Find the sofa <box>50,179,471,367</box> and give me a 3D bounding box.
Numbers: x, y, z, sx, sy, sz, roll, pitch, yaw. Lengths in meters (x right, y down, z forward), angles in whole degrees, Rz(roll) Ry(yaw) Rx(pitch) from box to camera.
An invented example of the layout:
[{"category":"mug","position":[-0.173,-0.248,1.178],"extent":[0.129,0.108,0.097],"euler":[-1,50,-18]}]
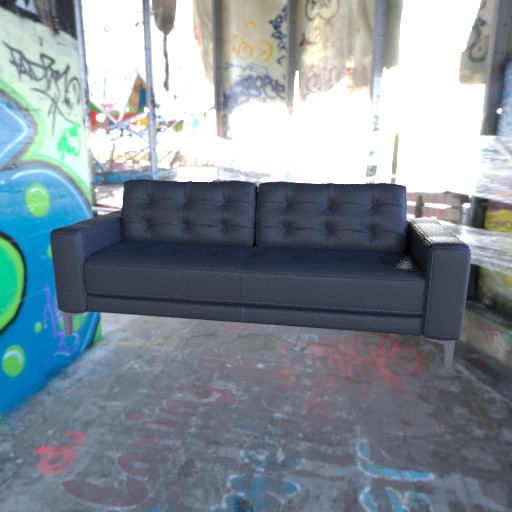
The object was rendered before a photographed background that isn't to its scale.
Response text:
[{"category":"sofa","position":[0.000,0.000,2.734],"extent":[2.275,0.893,0.833],"euler":[3,14,10]}]
